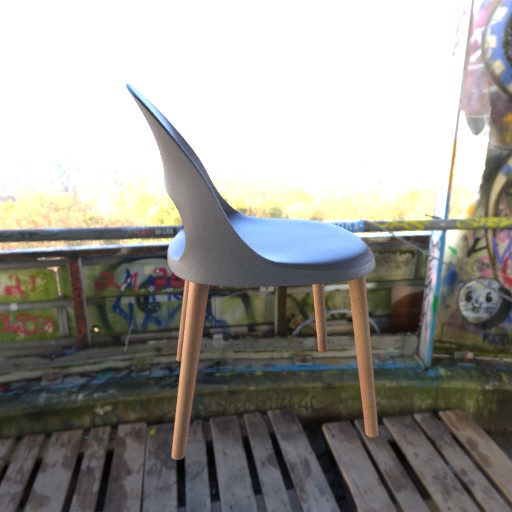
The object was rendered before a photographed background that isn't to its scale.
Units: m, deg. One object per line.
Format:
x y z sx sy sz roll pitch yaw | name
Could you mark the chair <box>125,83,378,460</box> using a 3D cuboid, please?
0.000 0.000 1.107 0.556 0.795 0.470 -2 17 -8 | chair
